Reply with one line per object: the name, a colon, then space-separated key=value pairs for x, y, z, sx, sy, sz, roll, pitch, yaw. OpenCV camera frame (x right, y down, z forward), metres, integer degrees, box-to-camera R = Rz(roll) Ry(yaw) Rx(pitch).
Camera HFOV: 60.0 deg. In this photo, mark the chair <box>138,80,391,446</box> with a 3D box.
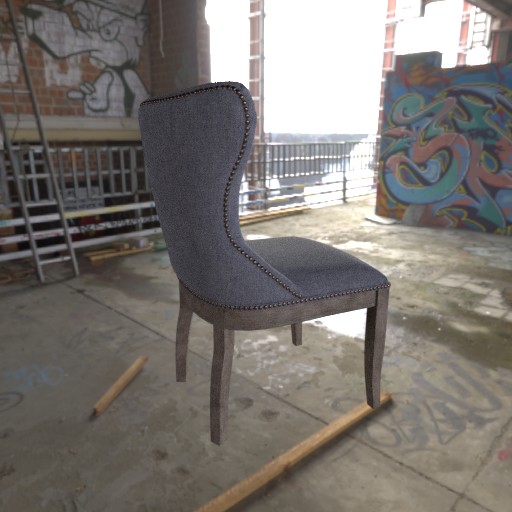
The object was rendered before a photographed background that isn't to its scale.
chair: x=0.000 y=0.000 z=1.449 sx=0.681 sy=1.002 sz=0.654 roll=-7 pitch=17 yaw=-25
